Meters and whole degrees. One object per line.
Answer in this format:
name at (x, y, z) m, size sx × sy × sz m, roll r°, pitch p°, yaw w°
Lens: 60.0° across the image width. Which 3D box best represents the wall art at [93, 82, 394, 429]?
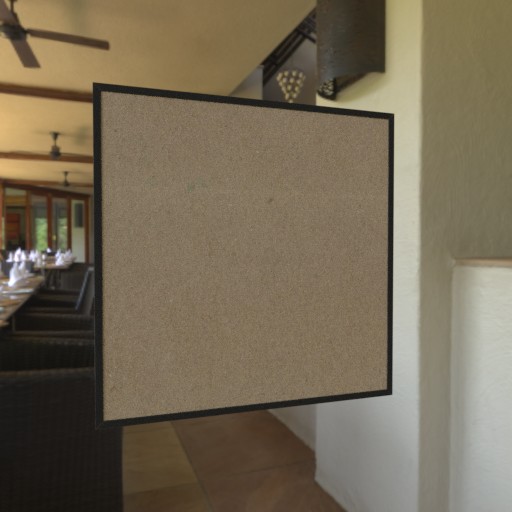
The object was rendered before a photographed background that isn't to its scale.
wall art at (0.000, 0.000, 0.742) m, size 0.508 × 0.508 × 0.038 m, roll 0°, pitch 1°, yaw -17°
